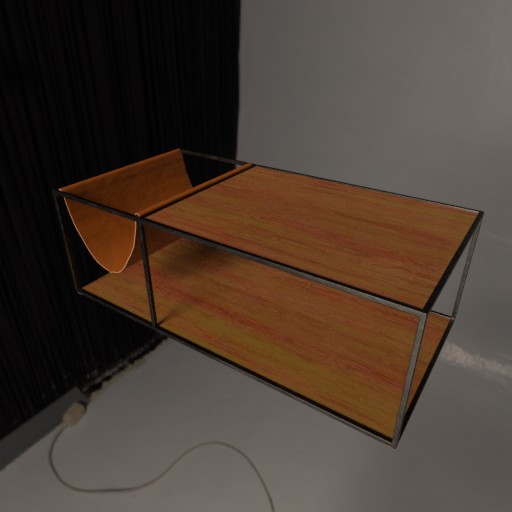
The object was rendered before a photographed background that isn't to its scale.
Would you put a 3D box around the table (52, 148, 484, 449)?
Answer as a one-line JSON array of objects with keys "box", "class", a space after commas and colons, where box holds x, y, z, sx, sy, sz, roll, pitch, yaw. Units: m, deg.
[{"box": [0.000, 0.000, 1.460, 1.199, 0.403, 0.597, 18, 34, 29], "class": "table"}]
